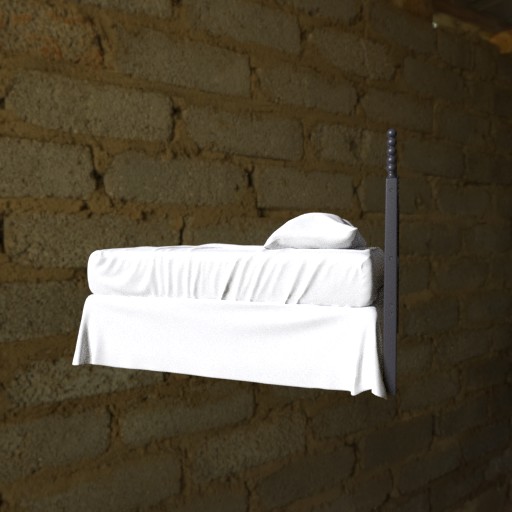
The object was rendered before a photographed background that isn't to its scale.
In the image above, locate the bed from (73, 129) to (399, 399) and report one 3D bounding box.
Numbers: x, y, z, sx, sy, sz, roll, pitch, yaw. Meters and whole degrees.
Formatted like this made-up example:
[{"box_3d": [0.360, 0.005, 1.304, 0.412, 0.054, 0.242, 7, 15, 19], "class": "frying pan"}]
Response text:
[{"box_3d": [0.000, 0.000, 3.320, 2.040, 1.356, 1.873, 1, 2, 18], "class": "bed"}]
